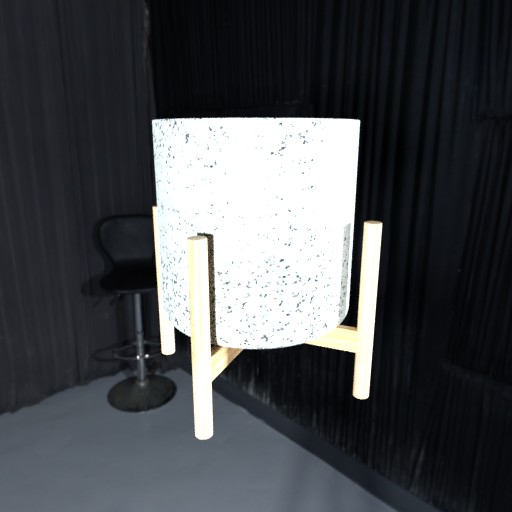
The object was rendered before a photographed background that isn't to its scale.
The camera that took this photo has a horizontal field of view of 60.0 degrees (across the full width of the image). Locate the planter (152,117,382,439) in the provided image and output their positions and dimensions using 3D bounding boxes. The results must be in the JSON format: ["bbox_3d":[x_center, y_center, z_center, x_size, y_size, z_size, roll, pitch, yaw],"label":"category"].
[{"bbox_3d":[0.000,0.000,0.718,0.360,0.419,0.360,-15,21,-42],"label":"planter"}]
